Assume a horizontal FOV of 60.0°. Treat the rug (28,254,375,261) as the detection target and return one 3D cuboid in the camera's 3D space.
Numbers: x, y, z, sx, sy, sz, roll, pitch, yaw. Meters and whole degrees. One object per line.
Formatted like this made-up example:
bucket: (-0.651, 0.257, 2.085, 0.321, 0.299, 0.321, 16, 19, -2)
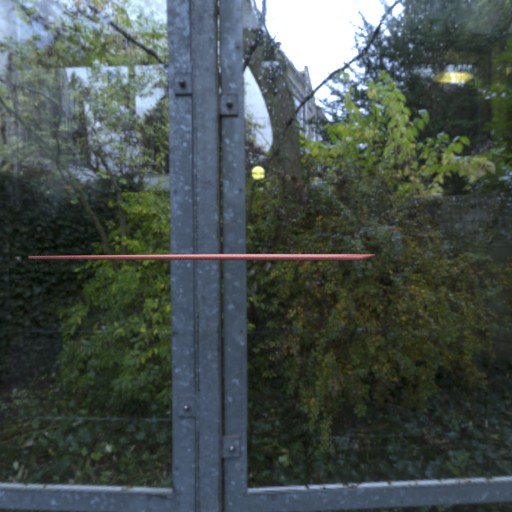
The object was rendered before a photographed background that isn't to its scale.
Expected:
rug: (0.000, 0.000, 3.033, 1.524, 0.014, 2.438, 0, 0, 16)
